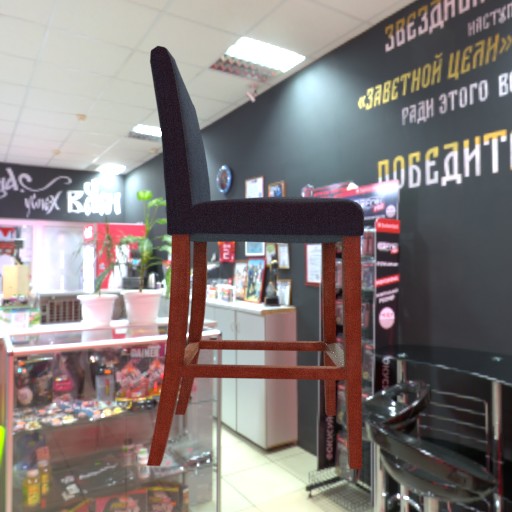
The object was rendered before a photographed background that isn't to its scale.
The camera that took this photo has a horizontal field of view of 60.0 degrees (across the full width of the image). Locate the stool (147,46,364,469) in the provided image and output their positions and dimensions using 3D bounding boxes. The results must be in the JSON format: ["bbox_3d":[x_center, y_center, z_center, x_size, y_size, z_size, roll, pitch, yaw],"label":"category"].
[{"bbox_3d":[0.000,0.000,1.348,0.574,1.088,0.454,0,-1,0],"label":"stool"}]
